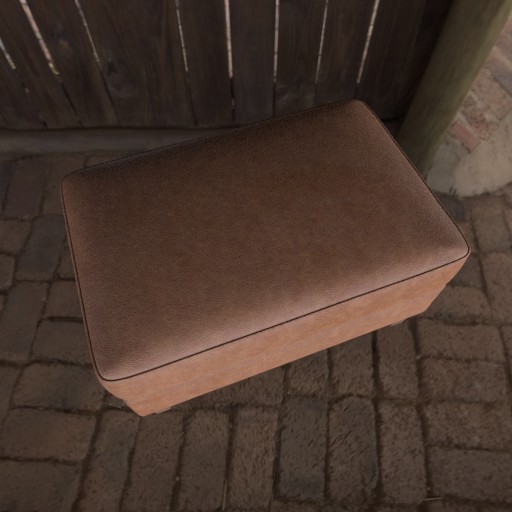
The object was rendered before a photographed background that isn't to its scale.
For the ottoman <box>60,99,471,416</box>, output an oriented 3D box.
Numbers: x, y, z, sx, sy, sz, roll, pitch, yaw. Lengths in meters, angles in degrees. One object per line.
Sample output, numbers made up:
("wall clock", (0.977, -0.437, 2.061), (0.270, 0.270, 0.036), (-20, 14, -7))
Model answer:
("ottoman", (0.000, 0.000, 1.198), (0.864, 0.483, 0.584), (-18, 61, -10))
